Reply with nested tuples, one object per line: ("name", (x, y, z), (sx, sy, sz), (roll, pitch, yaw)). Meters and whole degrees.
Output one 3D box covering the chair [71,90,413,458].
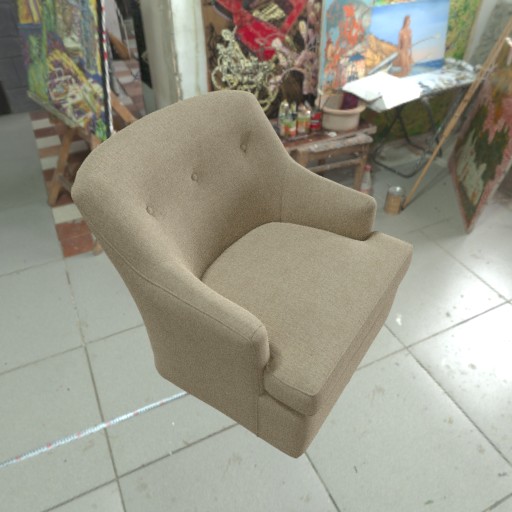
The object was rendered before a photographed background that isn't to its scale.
("chair", (0.000, 0.000, 1.589), (0.923, 0.856, 0.864), (25, 47, 25))
